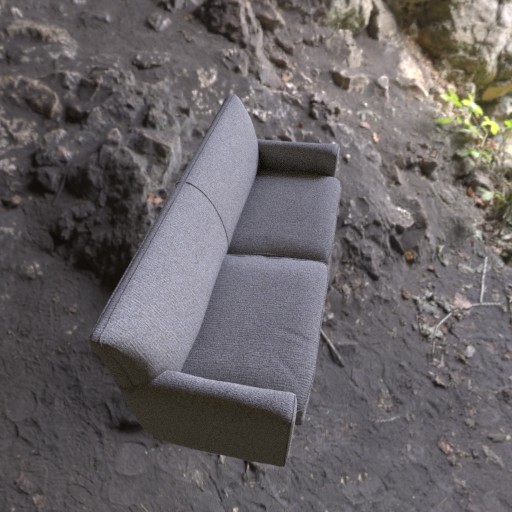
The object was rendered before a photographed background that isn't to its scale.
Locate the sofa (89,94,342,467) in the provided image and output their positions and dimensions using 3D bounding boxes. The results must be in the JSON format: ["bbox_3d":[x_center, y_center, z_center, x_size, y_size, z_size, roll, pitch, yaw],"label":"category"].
[{"bbox_3d":[0.000,0.000,2.547,0.854,0.942,2.026,9,47,9],"label":"sofa"}]
